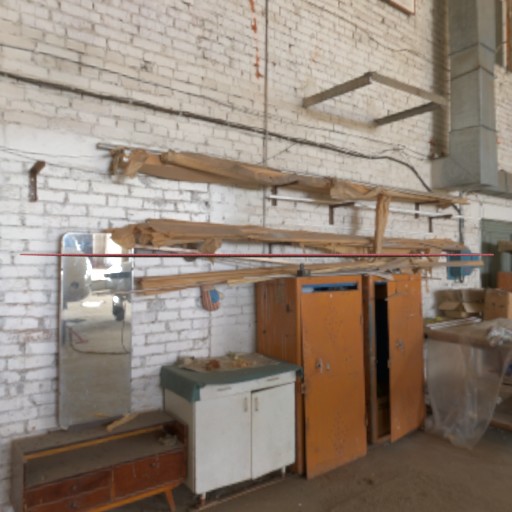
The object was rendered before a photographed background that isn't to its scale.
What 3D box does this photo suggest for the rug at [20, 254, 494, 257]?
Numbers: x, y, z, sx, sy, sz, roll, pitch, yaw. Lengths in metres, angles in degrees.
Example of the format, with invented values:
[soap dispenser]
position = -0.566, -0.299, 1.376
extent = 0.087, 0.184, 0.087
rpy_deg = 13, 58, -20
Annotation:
[rug]
position = 0.000, 0.000, 2.298
extent = 1.814, 0.008, 1.209
rpy_deg = 0, -1, -1
